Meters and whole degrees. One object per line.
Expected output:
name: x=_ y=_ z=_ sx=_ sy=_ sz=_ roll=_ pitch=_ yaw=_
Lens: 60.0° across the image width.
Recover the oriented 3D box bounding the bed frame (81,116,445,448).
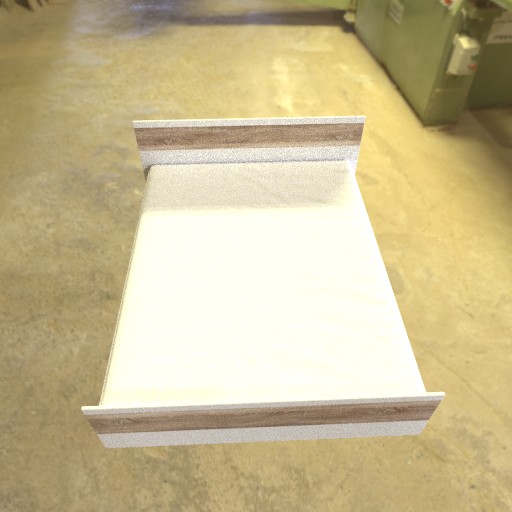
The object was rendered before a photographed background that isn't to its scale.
bed frame: x=0.000 y=0.000 z=2.855 sx=1.720 sy=0.800 sz=2.060 roll=-2 pitch=46 yaw=-2
